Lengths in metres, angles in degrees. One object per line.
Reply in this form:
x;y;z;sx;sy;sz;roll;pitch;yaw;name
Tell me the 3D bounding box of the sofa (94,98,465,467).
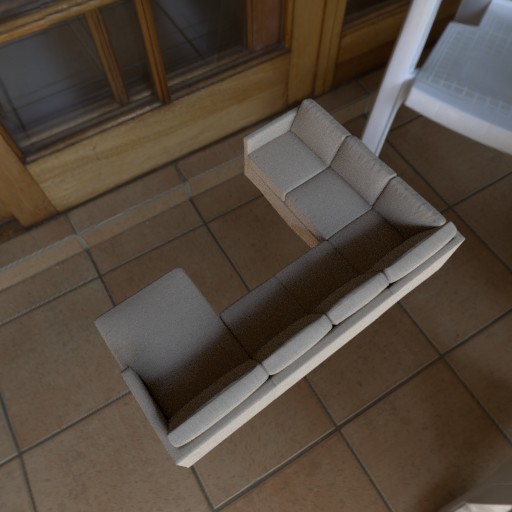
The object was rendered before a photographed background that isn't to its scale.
0.000;0.000;4.628;3.460;0.882;2.427;-34;68;-16;sofa
